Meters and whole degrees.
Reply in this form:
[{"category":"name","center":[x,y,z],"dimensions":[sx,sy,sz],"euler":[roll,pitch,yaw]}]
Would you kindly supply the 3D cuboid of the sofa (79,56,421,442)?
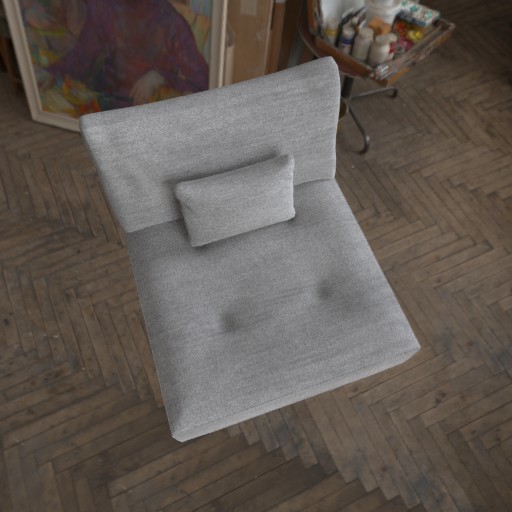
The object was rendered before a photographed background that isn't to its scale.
[{"category":"sofa","center":[0.000,0.000,1.654],"dimensions":[0.930,0.820,1.000],"euler":[-17,65,-8]}]
